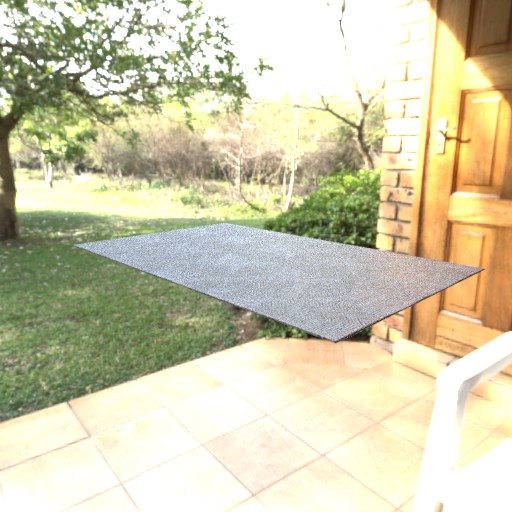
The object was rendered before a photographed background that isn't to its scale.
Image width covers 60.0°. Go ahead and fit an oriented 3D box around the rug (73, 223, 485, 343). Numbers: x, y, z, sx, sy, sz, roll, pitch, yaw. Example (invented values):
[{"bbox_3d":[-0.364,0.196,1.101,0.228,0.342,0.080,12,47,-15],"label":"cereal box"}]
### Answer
[{"bbox_3d":[0.000,0.000,3.023,1.519,0.007,2.428,-13,18,-43],"label":"rug"}]
